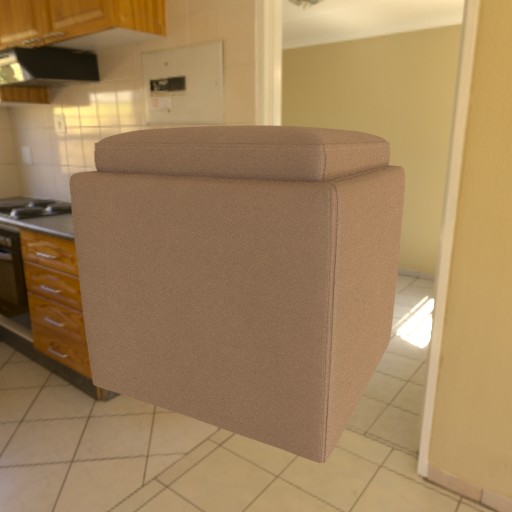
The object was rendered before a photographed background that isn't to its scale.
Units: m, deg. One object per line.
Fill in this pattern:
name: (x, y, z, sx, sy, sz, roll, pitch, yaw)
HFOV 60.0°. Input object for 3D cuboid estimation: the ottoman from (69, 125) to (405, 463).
ottoman: (0.000, 0.000, 0.819, 0.451, 0.460, 0.450, 8, 17, 27)
